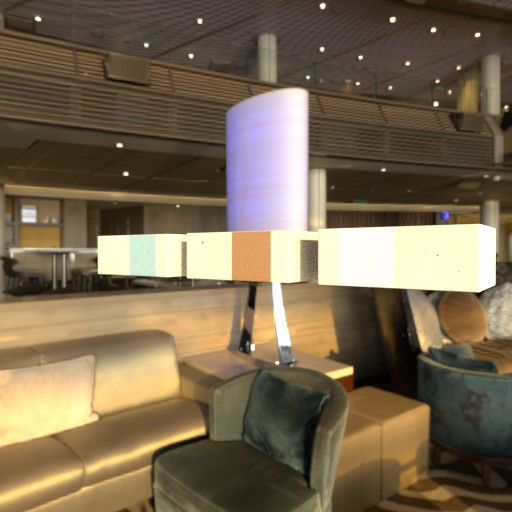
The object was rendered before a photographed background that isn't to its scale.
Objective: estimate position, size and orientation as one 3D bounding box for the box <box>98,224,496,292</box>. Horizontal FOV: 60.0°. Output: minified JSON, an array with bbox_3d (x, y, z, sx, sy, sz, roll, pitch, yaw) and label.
[{"bbox_3d":[0.000,0.000,0.492,0.461,0.051,0.082,0,1,35],"label":"box"}]
